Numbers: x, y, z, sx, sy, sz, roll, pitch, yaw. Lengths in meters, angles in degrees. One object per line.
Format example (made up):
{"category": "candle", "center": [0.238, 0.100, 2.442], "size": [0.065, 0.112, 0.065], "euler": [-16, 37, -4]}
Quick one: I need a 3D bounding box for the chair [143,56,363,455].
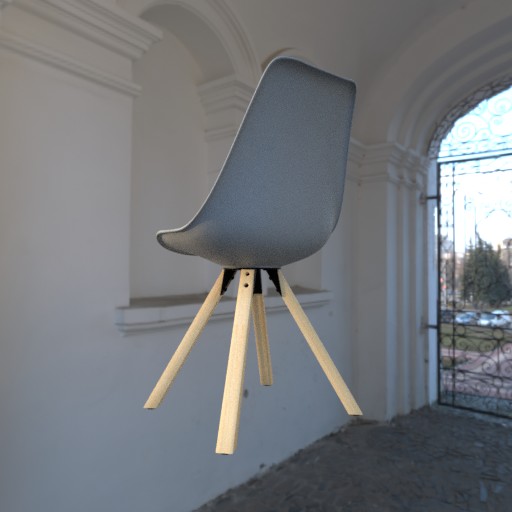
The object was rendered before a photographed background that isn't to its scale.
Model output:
{"category": "chair", "center": [0.000, 0.000, 1.211], "size": [0.485, 0.850, 0.549], "euler": [1, -2, -37]}
